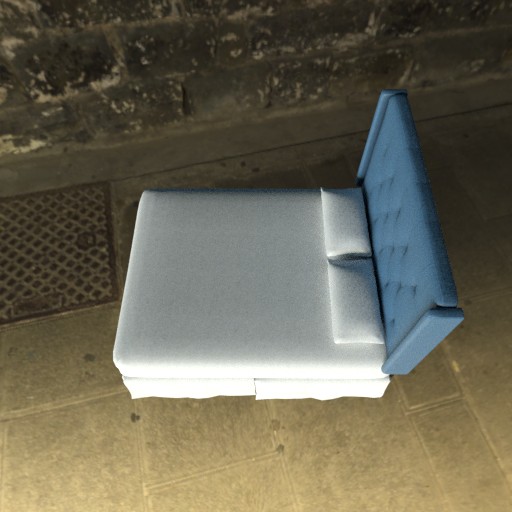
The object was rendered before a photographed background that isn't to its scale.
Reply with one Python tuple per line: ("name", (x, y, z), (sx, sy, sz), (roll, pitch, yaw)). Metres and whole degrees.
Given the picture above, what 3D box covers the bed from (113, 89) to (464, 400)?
("bed", (0.000, 0.000, 3.305), (2.078, 1.665, 1.719), (0, 59, 0))
